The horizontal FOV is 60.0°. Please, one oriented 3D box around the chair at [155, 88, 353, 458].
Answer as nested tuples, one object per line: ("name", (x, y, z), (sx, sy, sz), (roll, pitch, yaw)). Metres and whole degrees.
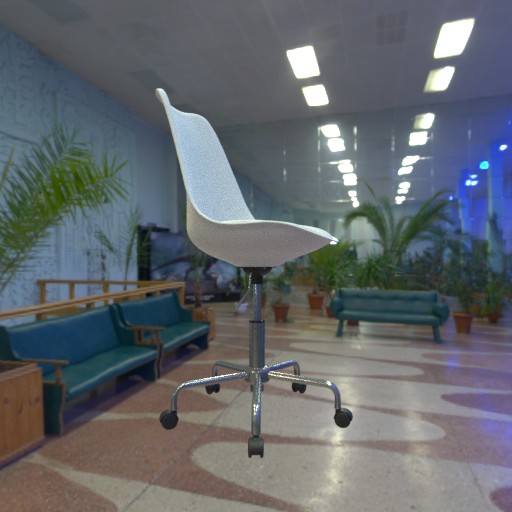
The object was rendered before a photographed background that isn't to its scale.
("chair", (0.000, 0.000, 1.285), (0.550, 0.930, 0.550), (0, 1, 18))
